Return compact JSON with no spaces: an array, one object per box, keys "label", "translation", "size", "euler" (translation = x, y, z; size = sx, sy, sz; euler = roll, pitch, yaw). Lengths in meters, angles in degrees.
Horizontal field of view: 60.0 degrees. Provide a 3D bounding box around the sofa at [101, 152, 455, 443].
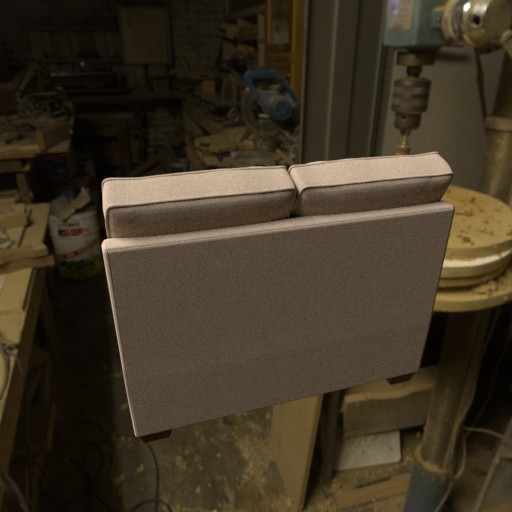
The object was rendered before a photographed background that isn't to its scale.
[{"label":"sofa","translation":[0.000,0.000,1.986],"size":[1.237,1.008,0.951],"euler":[-8,27,-15]}]
